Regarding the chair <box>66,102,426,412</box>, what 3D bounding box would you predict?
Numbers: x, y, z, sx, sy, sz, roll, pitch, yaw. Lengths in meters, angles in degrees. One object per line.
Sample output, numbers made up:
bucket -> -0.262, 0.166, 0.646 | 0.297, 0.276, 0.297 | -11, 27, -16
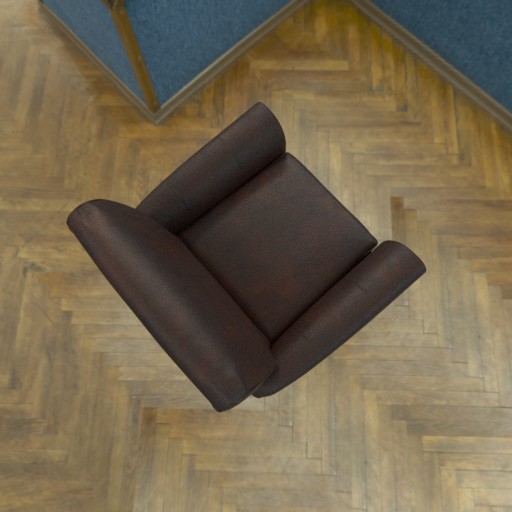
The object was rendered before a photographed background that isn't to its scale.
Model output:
chair -> 0.000, 0.000, 1.774 | 0.902, 1.061, 0.978 | -40, 78, -10
